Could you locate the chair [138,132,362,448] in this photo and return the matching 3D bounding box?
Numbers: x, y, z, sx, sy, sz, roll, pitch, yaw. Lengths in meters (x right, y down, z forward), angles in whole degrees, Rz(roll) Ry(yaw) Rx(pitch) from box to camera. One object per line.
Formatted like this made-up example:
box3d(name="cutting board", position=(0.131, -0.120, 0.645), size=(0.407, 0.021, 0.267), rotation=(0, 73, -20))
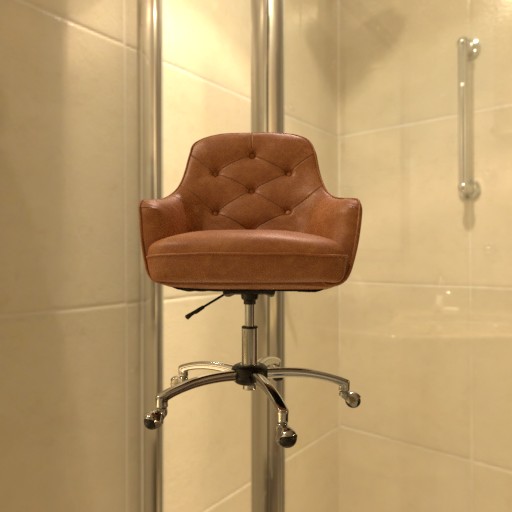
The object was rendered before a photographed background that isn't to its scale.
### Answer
box3d(name="chair", position=(0.000, 0.000, 1.339), size=(0.628, 0.909, 0.615), rotation=(0, 0, 1))
